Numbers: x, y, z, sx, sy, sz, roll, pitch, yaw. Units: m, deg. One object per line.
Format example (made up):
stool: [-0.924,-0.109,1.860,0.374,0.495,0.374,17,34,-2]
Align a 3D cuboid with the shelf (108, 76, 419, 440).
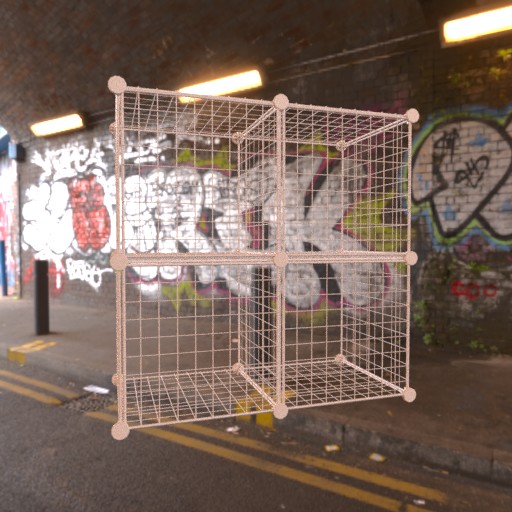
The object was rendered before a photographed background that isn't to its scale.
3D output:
shelf: [0.000,0.000,1.138,0.711,0.711,0.356,-1,2,-18]
